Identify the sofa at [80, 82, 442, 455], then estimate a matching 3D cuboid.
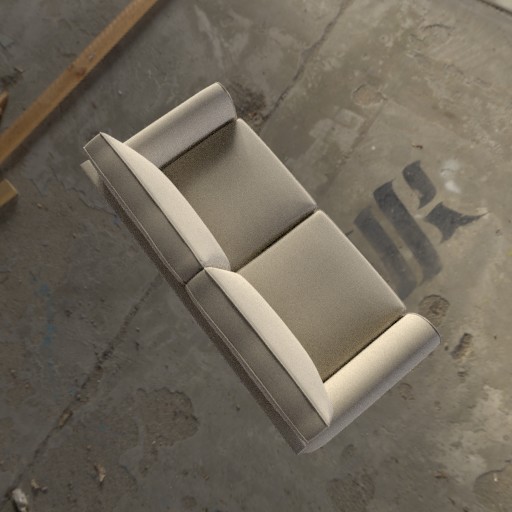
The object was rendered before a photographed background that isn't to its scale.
[{"bbox_3d":[0.000,0.000,2.267,0.861,0.933,1.774,-37,79,-9],"label":"sofa"}]
